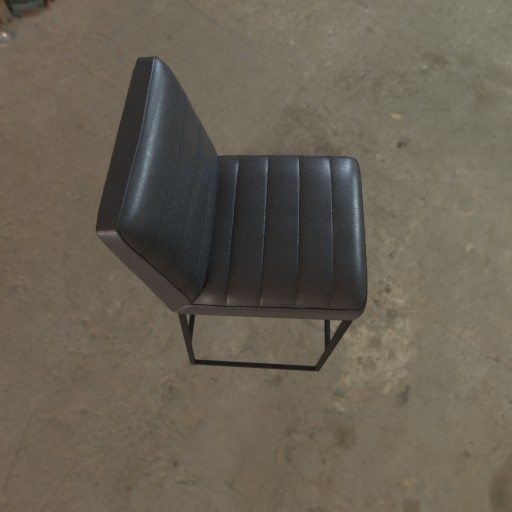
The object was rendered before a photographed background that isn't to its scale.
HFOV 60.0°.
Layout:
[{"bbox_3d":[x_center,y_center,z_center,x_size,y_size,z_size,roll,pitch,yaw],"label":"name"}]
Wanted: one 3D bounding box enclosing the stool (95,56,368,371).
[{"bbox_3d":[0.000,0.000,1.311,0.552,1.040,0.457,3,64,1],"label":"stool"}]
